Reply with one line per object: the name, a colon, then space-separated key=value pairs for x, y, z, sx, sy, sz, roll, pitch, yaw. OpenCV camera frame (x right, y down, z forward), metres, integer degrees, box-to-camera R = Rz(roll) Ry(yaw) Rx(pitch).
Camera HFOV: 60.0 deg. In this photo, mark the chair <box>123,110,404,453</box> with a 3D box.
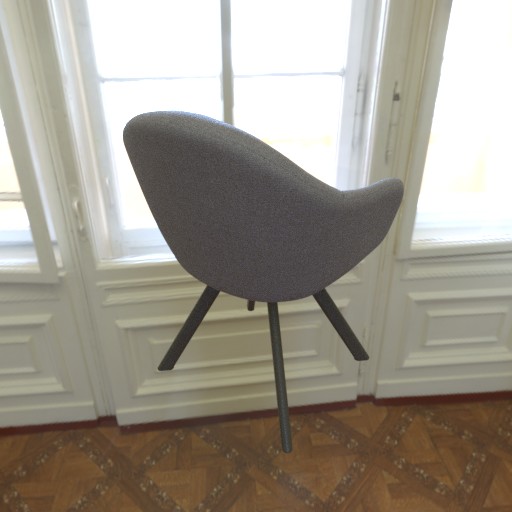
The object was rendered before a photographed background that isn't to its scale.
chair: x=0.000 y=0.000 z=1.164 sx=0.590 sy=0.795 sz=0.550 roll=20 pitch=34 yaw=33
